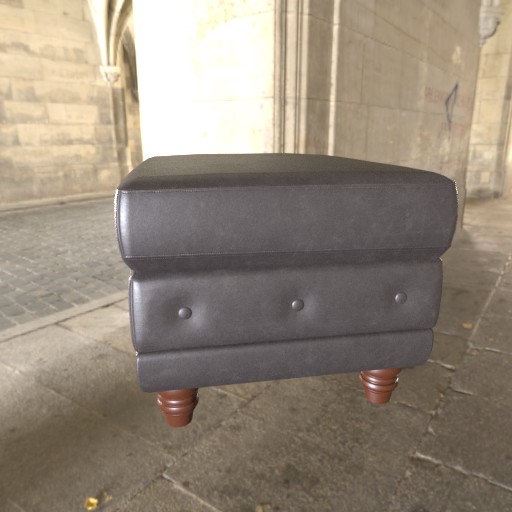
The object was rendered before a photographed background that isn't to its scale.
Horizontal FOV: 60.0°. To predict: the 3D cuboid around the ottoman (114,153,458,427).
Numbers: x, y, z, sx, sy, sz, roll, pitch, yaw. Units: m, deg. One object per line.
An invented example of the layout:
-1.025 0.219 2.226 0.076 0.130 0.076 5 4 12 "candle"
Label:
0.000 0.000 1.138 0.590 0.498 0.795 -3 16 -10 "ottoman"
